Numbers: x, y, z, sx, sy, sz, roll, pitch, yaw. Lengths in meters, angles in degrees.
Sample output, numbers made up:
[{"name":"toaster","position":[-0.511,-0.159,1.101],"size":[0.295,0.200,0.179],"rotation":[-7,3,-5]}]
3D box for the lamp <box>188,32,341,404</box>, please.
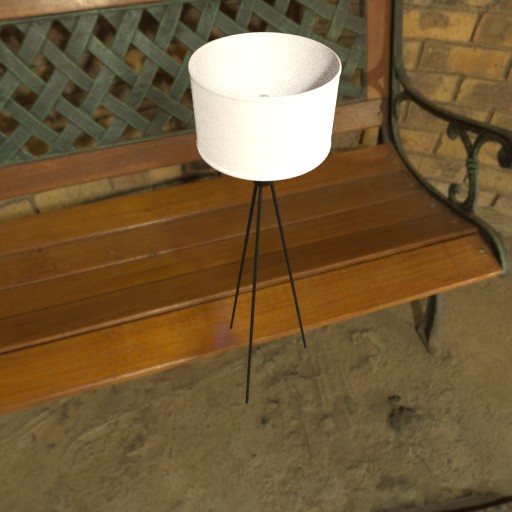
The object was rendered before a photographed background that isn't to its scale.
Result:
[{"name":"lamp","position":[0.000,0.000,1.757],"size":[0.458,1.545,0.448],"rotation":[32,55,27]}]
